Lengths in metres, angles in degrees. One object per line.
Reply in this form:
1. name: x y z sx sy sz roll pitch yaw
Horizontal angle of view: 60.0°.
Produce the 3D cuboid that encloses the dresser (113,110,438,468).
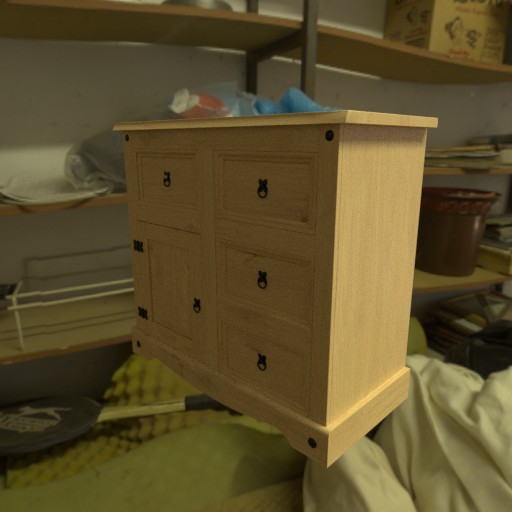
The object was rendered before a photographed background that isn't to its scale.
1. dresser: 0.000 0.000 1.430 0.915 0.835 0.440 14 20 42
